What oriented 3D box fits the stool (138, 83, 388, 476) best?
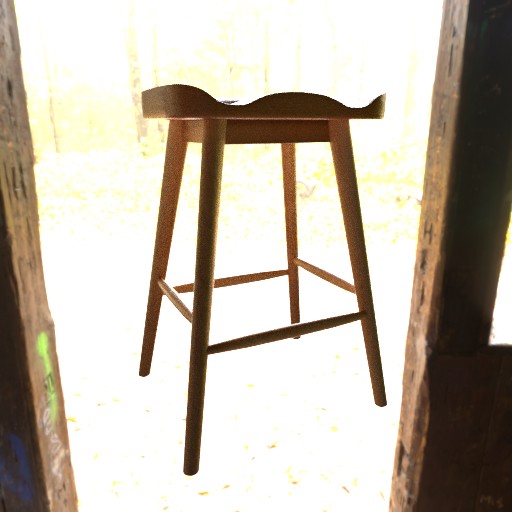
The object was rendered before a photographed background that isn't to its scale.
[{"bbox_3d":[0.000,0.000,0.889,0.440,0.615,0.361,-8,18,-26],"label":"stool"}]
